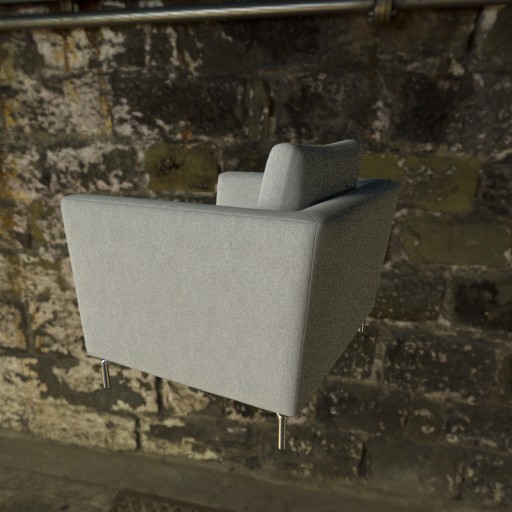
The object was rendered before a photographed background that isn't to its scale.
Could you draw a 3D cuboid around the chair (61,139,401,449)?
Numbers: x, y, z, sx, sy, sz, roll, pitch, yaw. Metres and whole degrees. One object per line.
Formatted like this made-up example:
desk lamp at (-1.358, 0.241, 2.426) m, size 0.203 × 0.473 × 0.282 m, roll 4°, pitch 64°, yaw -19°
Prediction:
chair at (0.000, 0.000, 1.710) m, size 0.889 × 0.864 × 1.041 m, roll 8°, pitch 17°, yaw 26°
